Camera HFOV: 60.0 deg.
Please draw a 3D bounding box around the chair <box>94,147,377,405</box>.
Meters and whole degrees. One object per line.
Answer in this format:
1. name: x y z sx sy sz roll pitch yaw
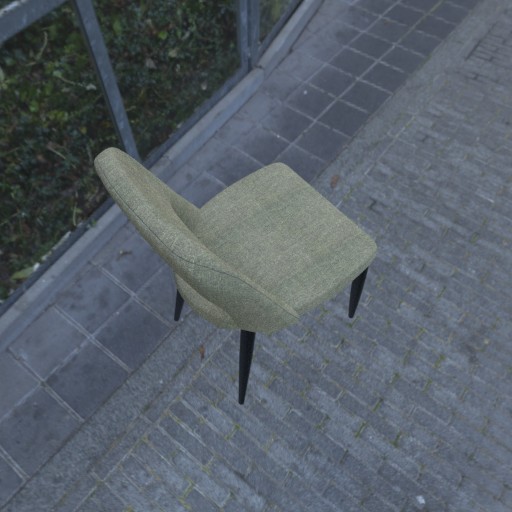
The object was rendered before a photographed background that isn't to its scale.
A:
1. chair: 0.000 0.000 1.282 0.612 0.931 0.470 -34 63 -20
